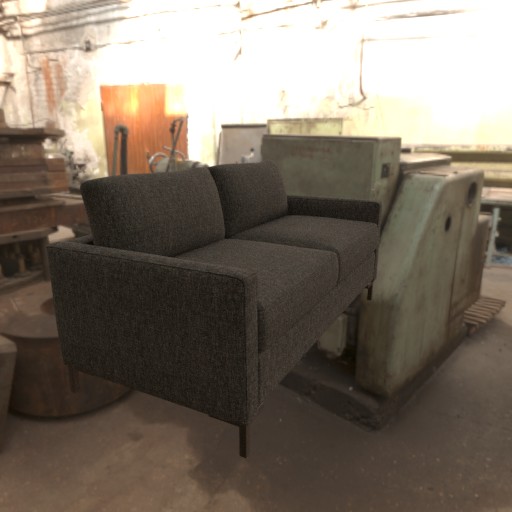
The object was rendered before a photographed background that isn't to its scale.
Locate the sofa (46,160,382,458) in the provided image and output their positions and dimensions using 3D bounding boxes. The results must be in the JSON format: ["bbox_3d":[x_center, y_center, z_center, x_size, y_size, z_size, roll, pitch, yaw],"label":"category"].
[{"bbox_3d":[0.000,0.000,2.194,0.866,0.862,1.716,8,17,27],"label":"sofa"}]
